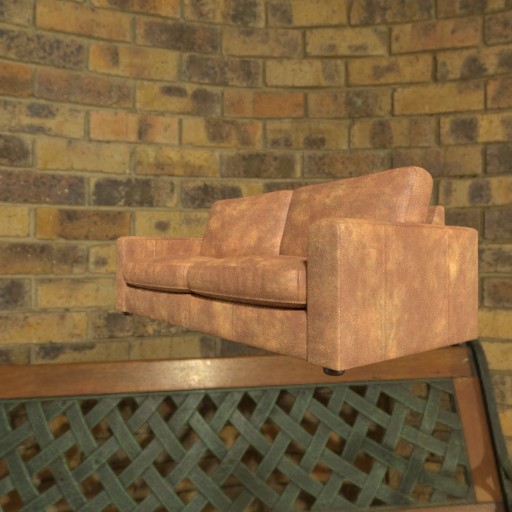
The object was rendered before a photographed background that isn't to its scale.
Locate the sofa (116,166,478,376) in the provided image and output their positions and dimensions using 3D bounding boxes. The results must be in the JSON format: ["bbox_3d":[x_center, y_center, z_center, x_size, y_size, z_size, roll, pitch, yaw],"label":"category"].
[{"bbox_3d":[0.000,0.000,2.668,1.016,0.873,2.179,0,0,-37],"label":"sofa"}]
